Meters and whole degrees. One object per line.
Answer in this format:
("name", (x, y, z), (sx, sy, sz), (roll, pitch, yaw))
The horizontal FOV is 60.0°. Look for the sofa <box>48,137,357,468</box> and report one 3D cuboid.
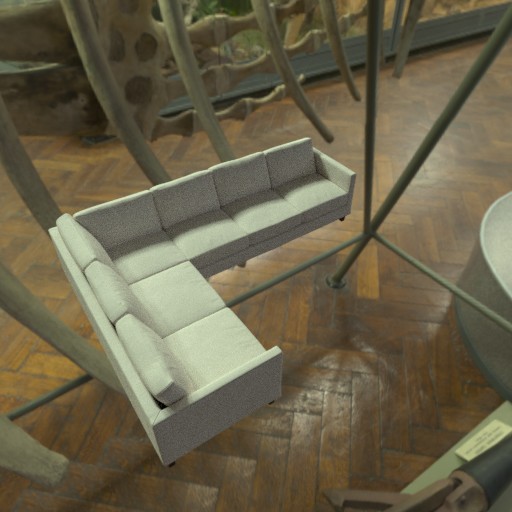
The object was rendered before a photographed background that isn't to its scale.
("sofa", (0.000, 0.000, 4.303), (3.182, 0.863, 2.432), (-24, 46, -25))
